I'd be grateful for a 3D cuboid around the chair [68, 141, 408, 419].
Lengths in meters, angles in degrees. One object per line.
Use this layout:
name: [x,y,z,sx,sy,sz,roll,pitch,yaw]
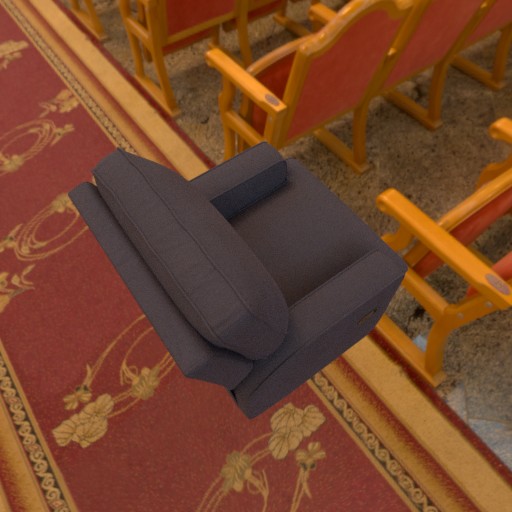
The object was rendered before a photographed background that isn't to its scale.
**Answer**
chair: [0.000,0.000,1.707,0.964,0.962,0.861,-31,63,-18]
